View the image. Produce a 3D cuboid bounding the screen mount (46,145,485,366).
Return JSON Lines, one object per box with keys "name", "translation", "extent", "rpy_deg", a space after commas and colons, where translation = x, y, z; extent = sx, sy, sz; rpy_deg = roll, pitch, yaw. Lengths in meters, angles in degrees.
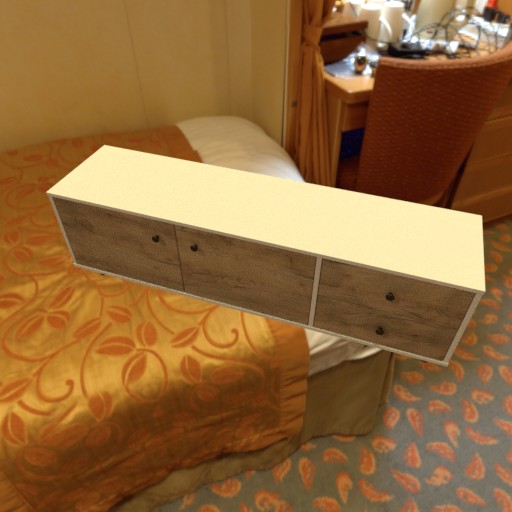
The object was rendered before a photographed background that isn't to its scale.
{"name": "screen mount", "translation": [0.000, 0.000, 1.841], "extent": [1.600, 0.520, 0.418], "rpy_deg": [13, 44, 14]}
